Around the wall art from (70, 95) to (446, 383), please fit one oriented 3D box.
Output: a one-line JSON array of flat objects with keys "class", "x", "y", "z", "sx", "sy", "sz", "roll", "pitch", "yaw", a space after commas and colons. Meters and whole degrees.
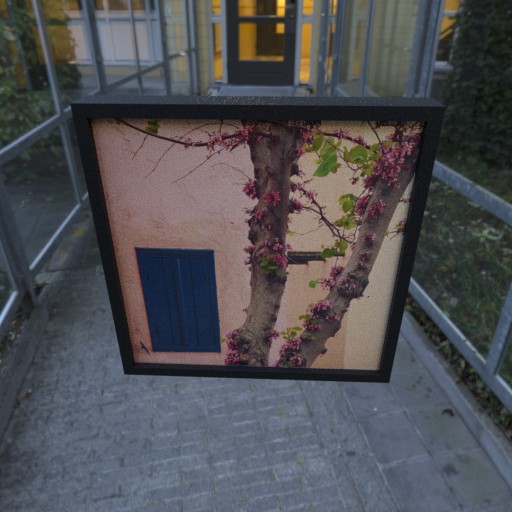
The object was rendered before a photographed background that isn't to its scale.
[{"class": "wall art", "x": 0.000, "y": 0.000, "z": 0.451, "sx": 0.305, "sy": 0.304, "sz": 0.038, "roll": 1, "pitch": 30, "yaw": 2}]
